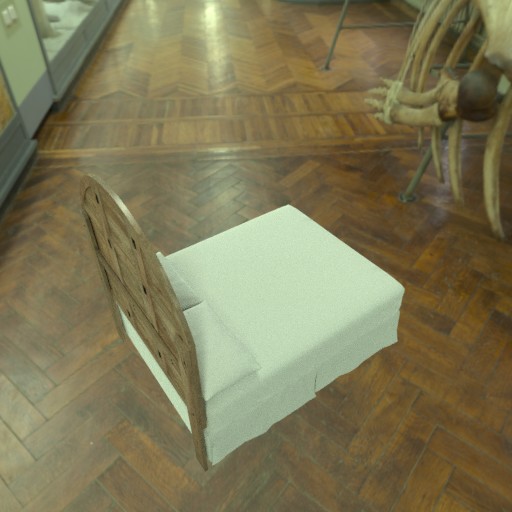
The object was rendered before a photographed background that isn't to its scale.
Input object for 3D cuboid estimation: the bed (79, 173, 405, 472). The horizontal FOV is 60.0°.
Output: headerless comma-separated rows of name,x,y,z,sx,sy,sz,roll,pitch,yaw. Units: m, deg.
bed,0.000,0.000,3.574,2.112,2.002,1.713,-26,47,-26
